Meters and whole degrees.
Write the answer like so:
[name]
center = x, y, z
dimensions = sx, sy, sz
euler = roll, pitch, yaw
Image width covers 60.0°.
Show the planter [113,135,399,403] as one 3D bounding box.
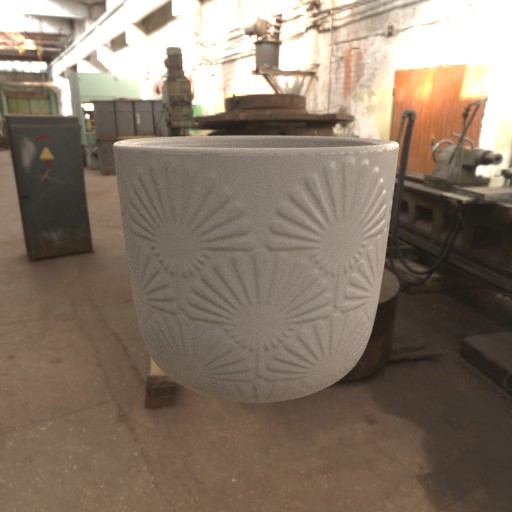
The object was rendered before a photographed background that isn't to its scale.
[planter]
center = 0.000, 0.000, 0.216
dimensions = 0.124, 0.109, 0.124
euler = 0, 17, 0
